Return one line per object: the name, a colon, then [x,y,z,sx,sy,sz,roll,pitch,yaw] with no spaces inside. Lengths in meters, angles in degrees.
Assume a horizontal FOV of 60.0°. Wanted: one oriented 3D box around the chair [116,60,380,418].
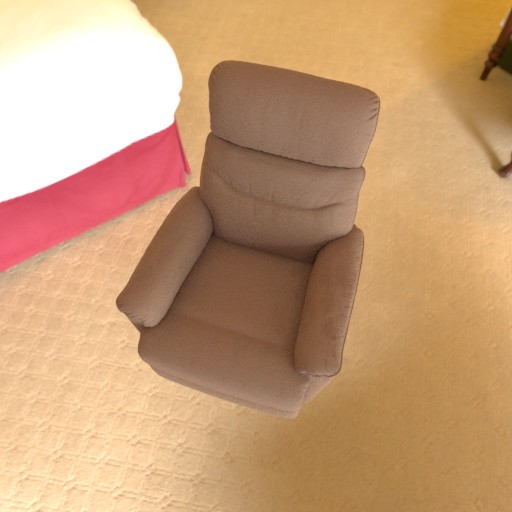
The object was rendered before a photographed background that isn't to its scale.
chair: [0.000,0.000,1.745,0.820,1.037,1.004,16,61,9]
